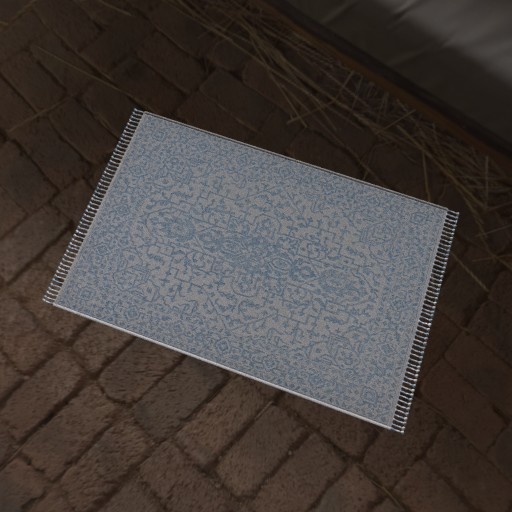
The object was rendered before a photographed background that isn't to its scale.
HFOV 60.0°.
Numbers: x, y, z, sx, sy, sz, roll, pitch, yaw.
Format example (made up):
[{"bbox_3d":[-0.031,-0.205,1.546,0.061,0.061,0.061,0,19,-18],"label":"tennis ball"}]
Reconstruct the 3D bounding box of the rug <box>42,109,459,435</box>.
[{"bbox_3d":[0.000,0.000,2.983,2.438,0.010,1.524,19,76,5],"label":"rug"}]
